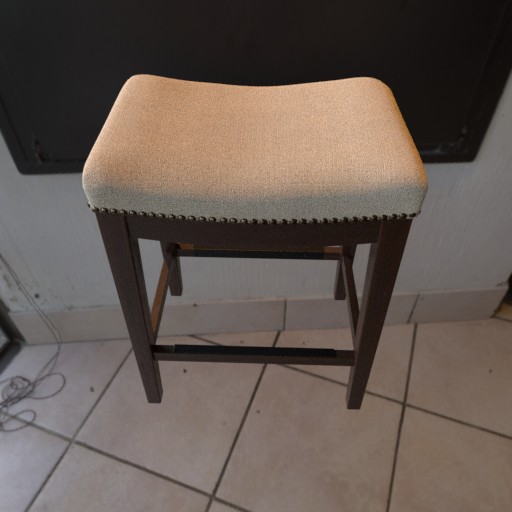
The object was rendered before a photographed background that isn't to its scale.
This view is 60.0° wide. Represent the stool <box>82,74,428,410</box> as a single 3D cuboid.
[{"bbox_3d":[0.000,0.000,0.950,0.509,0.669,0.363,1,46,1],"label":"stool"}]
